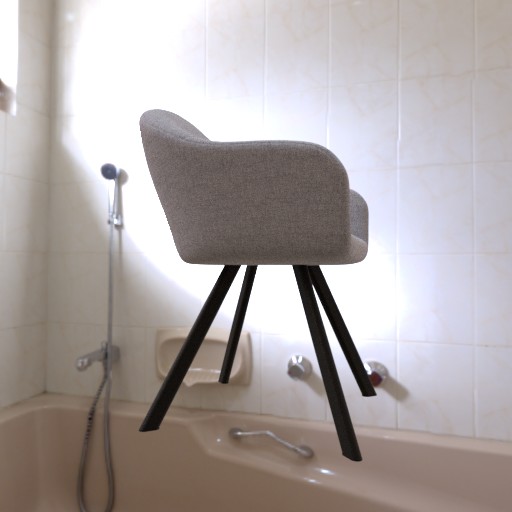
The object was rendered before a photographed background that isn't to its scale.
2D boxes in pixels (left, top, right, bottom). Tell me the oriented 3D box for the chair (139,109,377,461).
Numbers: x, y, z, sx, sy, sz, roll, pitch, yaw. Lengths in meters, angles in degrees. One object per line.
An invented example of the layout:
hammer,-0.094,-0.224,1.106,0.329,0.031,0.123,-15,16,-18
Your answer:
chair,0.000,0.000,1.141,0.570,0.780,0.540,0,-1,19
